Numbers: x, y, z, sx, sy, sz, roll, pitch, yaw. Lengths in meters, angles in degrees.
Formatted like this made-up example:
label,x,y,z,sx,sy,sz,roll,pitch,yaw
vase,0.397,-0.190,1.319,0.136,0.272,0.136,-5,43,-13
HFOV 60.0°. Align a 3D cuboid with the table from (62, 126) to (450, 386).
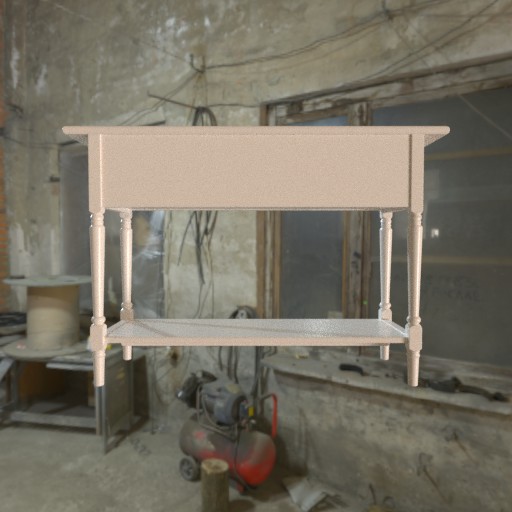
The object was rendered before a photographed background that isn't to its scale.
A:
label,x,y,z,sx,sy,sz,roll,pitch,yaw
table,0.000,0.000,1.566,1.191,0.814,0.386,0,2,0
